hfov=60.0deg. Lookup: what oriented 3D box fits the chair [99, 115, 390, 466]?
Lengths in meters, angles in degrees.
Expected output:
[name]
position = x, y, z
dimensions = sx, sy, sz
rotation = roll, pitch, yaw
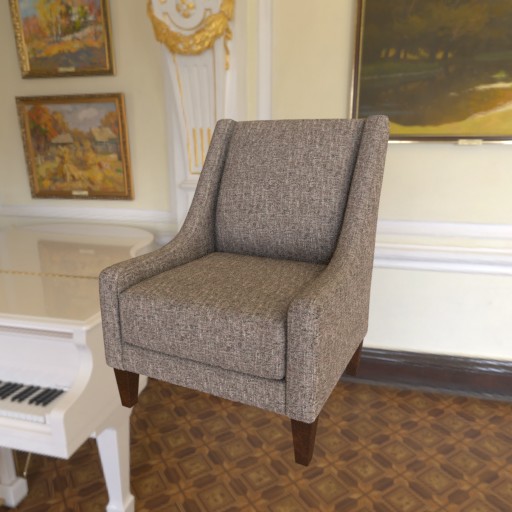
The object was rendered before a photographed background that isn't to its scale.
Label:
[chair]
position = 0.000, 0.000, 1.637
dimensions = 0.774, 1.014, 0.870
rotation = 7, 16, 25
